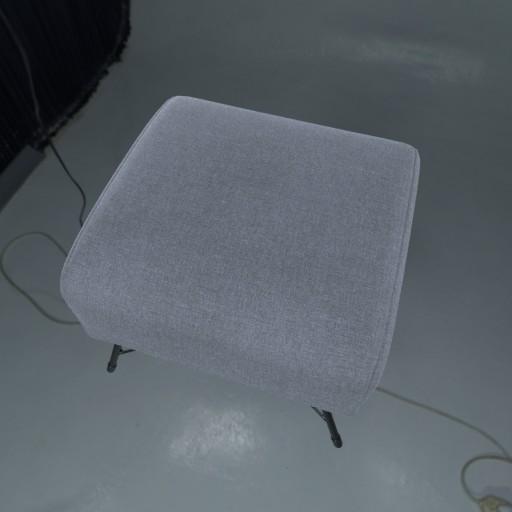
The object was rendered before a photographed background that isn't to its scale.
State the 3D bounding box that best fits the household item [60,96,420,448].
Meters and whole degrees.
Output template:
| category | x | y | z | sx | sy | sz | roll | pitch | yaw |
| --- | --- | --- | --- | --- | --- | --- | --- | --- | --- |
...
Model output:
| category | x | y | z | sx | sy | sz | roll | pitch | yaw |
| --- | --- | --- | --- | --- | --- | --- | --- | --- | --- |
| household item | 0.000 | 0.000 | 0.895 | 0.530 | 0.410 | 0.530 | 15 | 60 | 9 |
